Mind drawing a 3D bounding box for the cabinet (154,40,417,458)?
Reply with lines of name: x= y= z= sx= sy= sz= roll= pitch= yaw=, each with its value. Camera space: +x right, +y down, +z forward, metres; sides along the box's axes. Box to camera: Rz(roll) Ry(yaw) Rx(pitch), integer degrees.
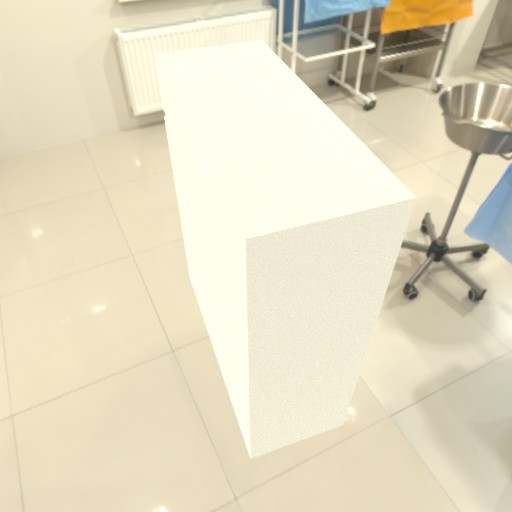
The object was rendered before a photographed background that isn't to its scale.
cabinet: x=0.000 y=0.000 z=1.688 sx=0.400 sy=1.190 sz=1.000 roll=-14 pitch=47 yaw=-14
